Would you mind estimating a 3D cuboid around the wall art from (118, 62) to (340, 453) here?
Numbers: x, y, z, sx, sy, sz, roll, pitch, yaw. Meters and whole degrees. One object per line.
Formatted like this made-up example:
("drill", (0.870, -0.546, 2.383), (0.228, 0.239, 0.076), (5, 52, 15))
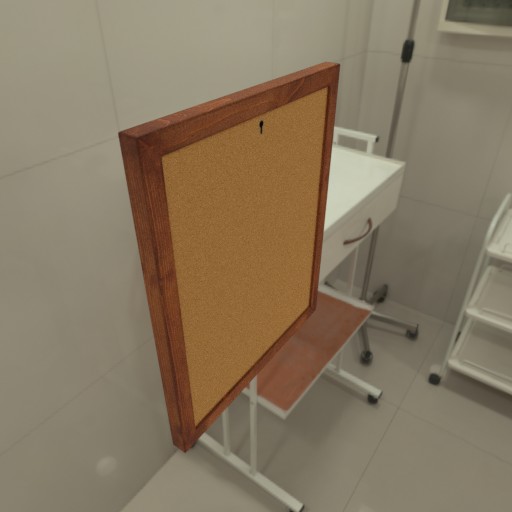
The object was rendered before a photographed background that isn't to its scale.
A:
("wall art", (0.000, 0.000, 0.771), (0.030, 0.558, 0.462), (22, 40, 29))
